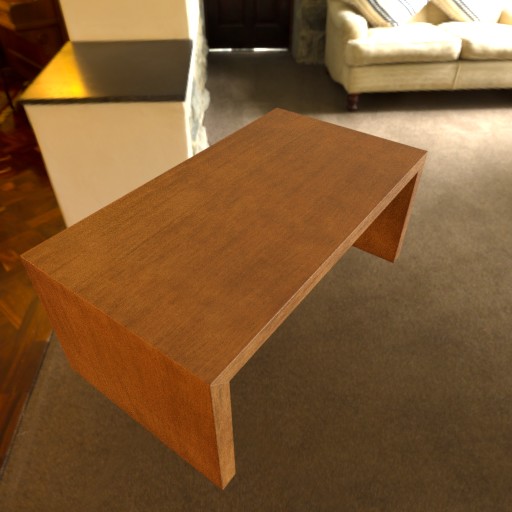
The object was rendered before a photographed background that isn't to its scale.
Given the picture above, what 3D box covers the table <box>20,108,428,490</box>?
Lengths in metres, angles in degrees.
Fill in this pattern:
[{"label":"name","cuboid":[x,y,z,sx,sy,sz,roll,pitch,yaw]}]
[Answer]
[{"label":"table","cuboid":[0.000,0.000,1.287,0.549,0.419,1.000,26,47,27]}]
